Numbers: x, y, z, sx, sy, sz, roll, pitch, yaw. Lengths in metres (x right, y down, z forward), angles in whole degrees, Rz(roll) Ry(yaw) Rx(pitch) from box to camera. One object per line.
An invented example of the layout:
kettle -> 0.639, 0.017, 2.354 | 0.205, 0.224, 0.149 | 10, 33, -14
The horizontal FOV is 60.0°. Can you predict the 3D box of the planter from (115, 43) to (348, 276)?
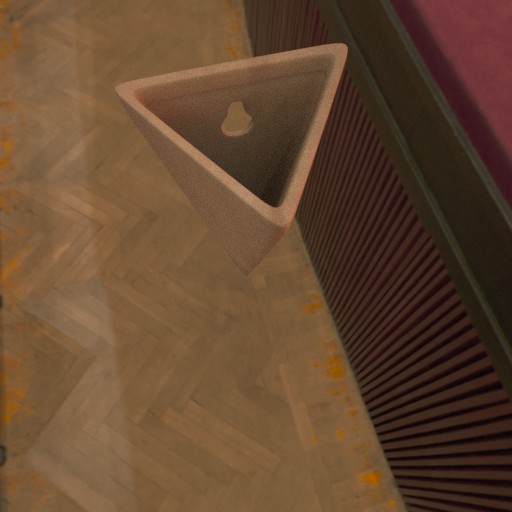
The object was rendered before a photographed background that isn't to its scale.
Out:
planter -> 0.000, 0.000, 0.272 | 0.101, 0.224, 0.081 | -13, 65, -6
